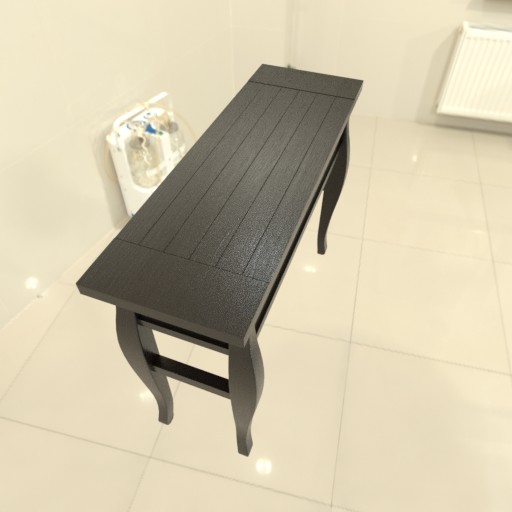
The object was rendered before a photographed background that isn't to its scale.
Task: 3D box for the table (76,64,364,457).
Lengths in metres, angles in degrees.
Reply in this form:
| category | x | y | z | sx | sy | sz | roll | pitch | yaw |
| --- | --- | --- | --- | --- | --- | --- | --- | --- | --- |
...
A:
| category | x | y | z | sx | sy | sz | roll | pitch | yaw |
| --- | --- | --- | --- | --- | --- | --- | --- | --- | --- |
| table | 0.000 | 0.000 | 1.446 | 0.373 | 0.768 | 1.062 | 16 | 49 | 14 |
